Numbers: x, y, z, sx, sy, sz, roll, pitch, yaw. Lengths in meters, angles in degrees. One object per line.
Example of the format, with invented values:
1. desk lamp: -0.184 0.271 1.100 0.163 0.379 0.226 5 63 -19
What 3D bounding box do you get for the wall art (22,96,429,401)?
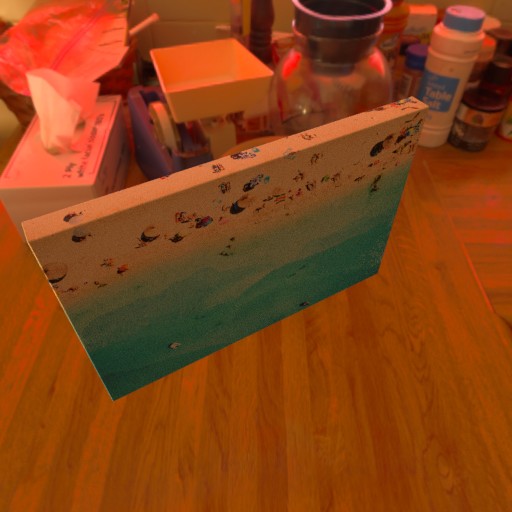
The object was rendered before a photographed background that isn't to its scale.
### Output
1. wall art: 0.000 0.000 0.757 0.609 0.406 0.039 -23 51 -20
